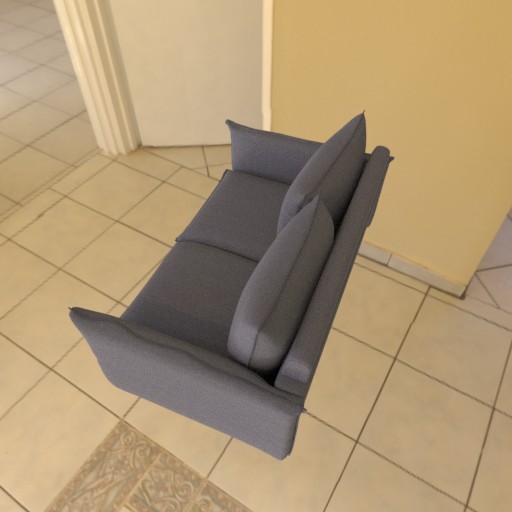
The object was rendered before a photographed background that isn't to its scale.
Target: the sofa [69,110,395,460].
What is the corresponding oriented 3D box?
[{"bbox_3d":[0.000,0.000,1.843,0.820,0.840,1.300,17,51,15],"label":"sofa"}]
